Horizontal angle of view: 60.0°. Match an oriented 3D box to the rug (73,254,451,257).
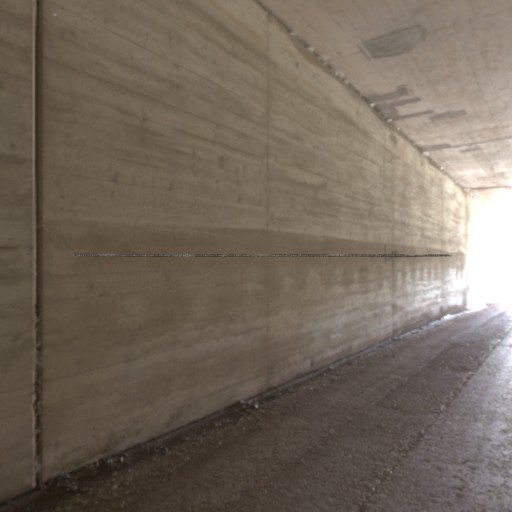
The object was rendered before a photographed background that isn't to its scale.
[{"bbox_3d":[0.000,0.000,2.974,1.520,0.015,2.434,0,0,-1],"label":"rug"}]
